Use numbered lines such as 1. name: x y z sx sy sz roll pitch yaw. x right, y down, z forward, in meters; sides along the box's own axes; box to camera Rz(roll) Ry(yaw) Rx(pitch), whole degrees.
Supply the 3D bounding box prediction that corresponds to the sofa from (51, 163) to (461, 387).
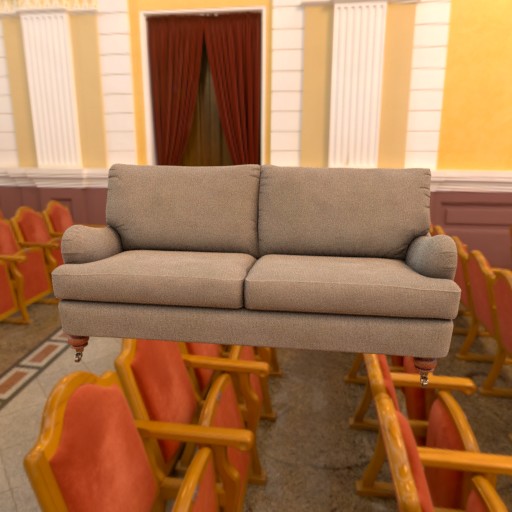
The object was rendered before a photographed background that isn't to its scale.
1. sofa: 0.000 0.000 2.759 2.193 1.096 1.069 2 15 8
